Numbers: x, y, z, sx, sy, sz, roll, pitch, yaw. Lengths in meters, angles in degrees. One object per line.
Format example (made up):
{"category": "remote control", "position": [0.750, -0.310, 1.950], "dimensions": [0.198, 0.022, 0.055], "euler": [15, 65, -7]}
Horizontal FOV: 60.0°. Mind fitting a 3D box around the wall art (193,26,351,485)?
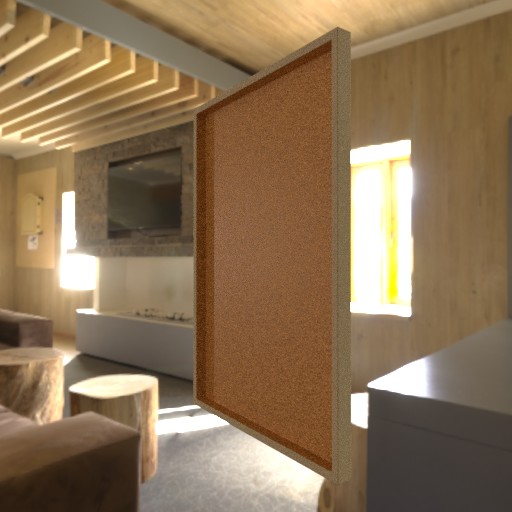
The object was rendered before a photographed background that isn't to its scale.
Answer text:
{"category": "wall art", "position": [0.000, 0.000, 1.142], "dimensions": [0.038, 0.914, 0.610], "euler": [0, 0, -36]}
